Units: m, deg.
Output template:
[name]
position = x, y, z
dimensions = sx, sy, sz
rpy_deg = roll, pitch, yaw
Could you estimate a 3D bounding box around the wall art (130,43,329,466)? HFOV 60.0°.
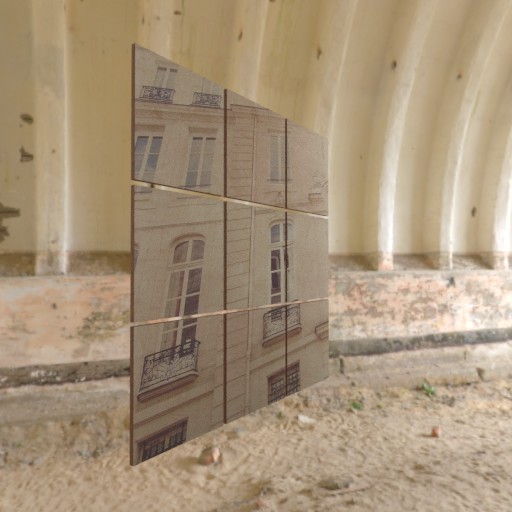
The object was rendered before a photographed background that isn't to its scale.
[wall art]
position = 0.000, 0.000, 1.774
dimensions = 0.024, 1.218, 1.221
rpy_deg = -1, -1, 36
